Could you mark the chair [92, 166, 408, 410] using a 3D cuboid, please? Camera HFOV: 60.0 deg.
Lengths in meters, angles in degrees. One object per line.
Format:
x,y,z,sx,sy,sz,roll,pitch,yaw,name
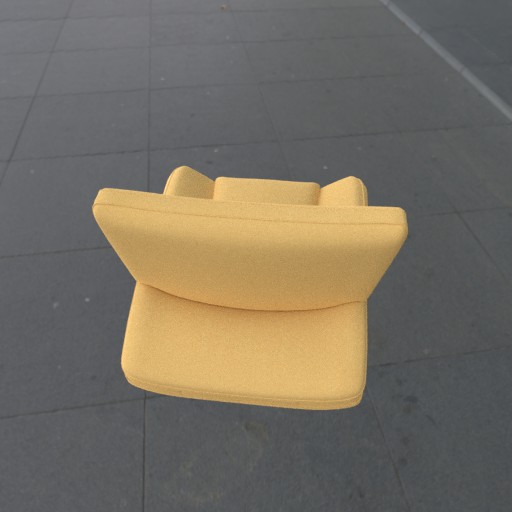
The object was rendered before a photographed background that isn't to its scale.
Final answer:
0.000,0.000,1.628,0.859,0.855,1.008,4,47,4,chair
